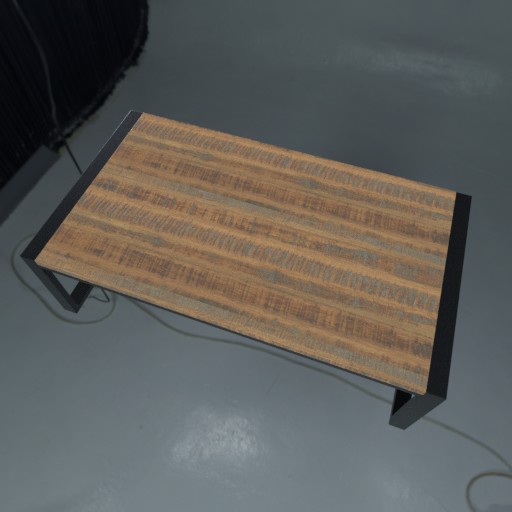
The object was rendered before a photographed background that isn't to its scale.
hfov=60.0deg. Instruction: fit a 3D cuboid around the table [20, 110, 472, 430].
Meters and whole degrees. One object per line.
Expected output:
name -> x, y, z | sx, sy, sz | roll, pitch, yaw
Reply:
table -> 0.000, 0.000, 1.663 | 1.350, 0.400, 0.750 | 17, 59, 10
